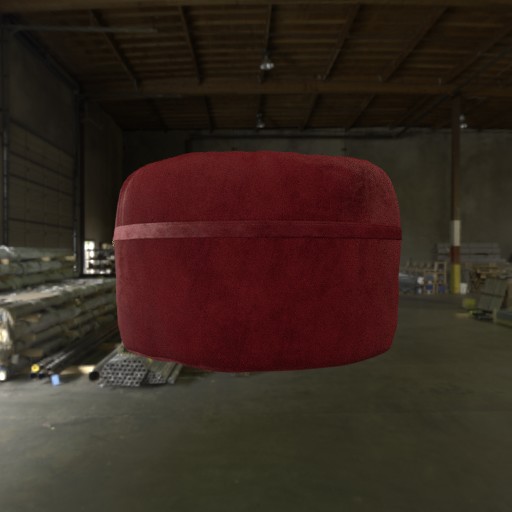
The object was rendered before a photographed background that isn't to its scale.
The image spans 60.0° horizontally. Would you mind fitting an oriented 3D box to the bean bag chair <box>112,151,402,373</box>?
[{"bbox_3d":[0.000,0.000,1.957,1.219,0.762,1.219,0,1,0],"label":"bean bag chair"}]
